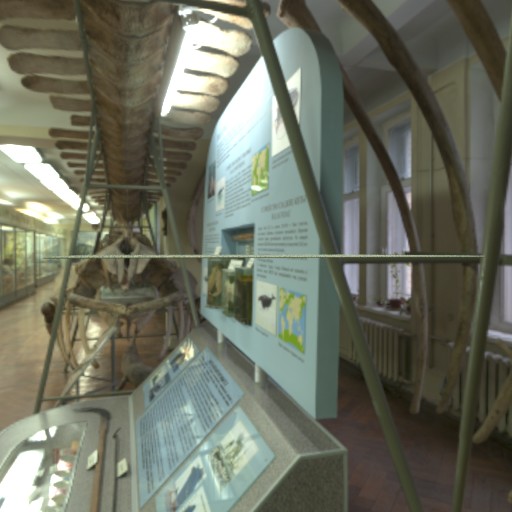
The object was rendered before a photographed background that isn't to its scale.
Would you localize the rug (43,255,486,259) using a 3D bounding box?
[{"bbox_3d":[0.000,0.000,3.079,2.448,0.008,1.541,0,0,-16],"label":"rug"}]
